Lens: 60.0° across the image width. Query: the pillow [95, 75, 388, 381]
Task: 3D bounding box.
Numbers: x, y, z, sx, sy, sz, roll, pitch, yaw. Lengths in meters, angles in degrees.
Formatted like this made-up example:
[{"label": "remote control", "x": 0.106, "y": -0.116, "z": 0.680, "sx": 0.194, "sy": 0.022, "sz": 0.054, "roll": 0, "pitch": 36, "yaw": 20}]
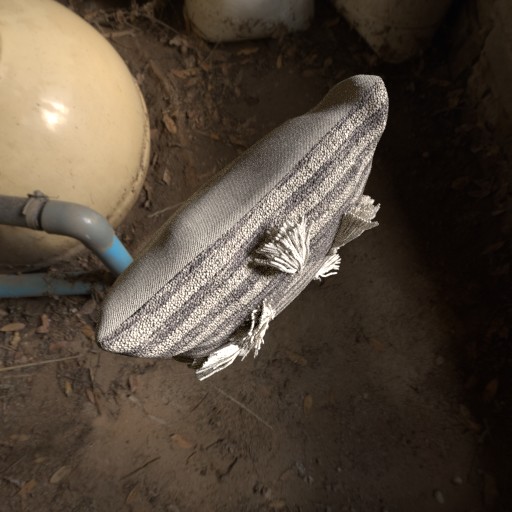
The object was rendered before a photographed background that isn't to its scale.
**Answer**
[{"label": "pillow", "x": 0.000, "y": 0.000, "z": 0.759, "sx": 0.234, "sy": 0.490, "sz": 0.484, "roll": 44, "pitch": 80, "yaw": 10}]
